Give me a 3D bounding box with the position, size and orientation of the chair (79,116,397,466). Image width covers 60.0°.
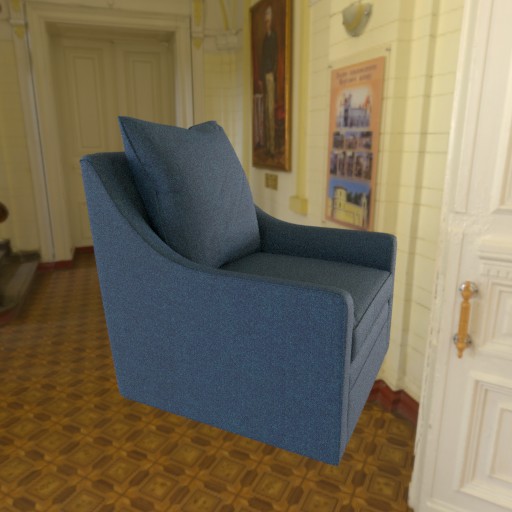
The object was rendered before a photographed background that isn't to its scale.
[{"bbox_3d":[0.000,0.000,1.571,0.870,0.939,0.750,7,17,25],"label":"chair"}]
